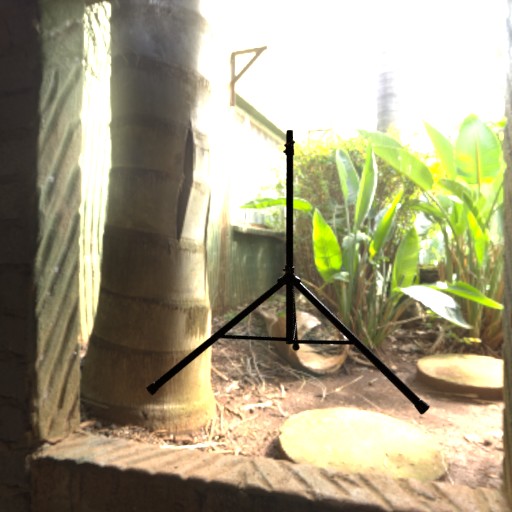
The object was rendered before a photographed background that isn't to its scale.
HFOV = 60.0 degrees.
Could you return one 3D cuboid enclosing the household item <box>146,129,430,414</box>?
[{"bbox_3d":[0.000,0.000,2.762,1.339,1.595,1.596,0,1,-19],"label":"household item"}]
